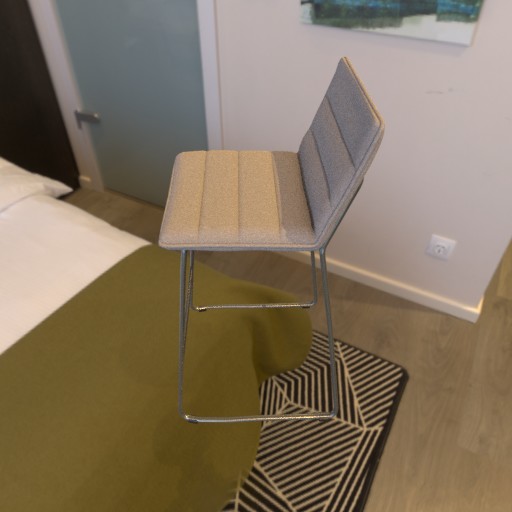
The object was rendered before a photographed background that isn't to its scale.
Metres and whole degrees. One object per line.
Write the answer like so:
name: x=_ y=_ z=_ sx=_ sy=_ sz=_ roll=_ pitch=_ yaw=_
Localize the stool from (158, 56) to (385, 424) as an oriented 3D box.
stool: x=0.000 y=0.000 z=1.240 sx=0.490 sy=0.960 sz=0.490 roll=-1 pitch=42 yaw=-1
